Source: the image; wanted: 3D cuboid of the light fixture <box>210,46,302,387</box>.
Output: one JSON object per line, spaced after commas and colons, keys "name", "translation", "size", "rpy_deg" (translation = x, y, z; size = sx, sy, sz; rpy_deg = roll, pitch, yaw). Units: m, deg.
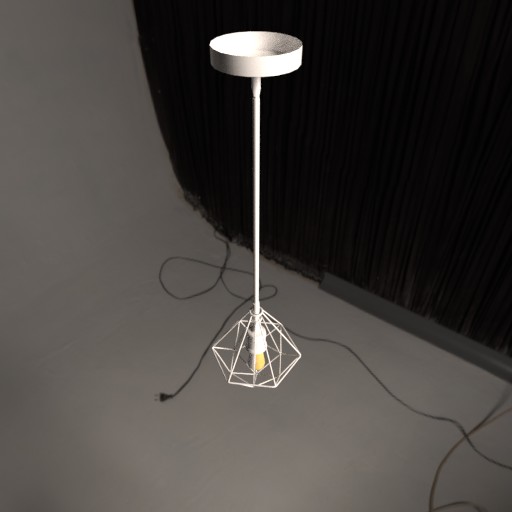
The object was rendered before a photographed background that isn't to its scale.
{"name": "light fixture", "translation": [0.000, 0.000, 1.976], "size": [0.431, 1.764, 0.487], "rpy_deg": [25, 46, 27]}
